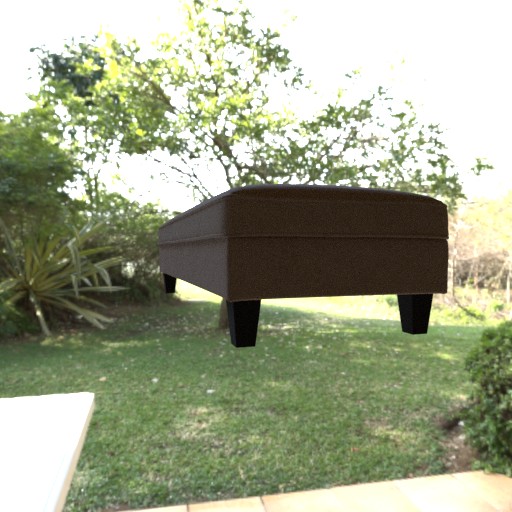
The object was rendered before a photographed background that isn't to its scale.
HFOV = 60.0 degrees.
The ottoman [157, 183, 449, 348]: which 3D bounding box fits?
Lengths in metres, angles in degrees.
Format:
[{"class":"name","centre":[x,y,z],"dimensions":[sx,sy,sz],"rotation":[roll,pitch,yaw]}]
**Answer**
[{"class":"ottoman","centre":[0.000,0.000,2.022],"dimensions":[0.735,0.460,1.726],"rotation":[0,1,-18]}]
